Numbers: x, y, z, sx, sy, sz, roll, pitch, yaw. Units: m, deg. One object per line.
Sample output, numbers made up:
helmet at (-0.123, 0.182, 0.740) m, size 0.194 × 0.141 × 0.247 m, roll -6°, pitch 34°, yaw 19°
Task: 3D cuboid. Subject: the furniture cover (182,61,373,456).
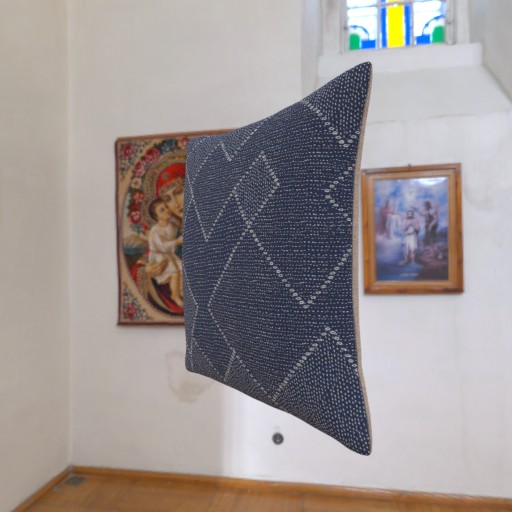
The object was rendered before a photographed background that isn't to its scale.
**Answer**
furniture cover at (0.000, 0.000, 0.766) m, size 0.162 × 0.503 × 0.511 m, roll 0°, pitch 1°, yaw -35°
